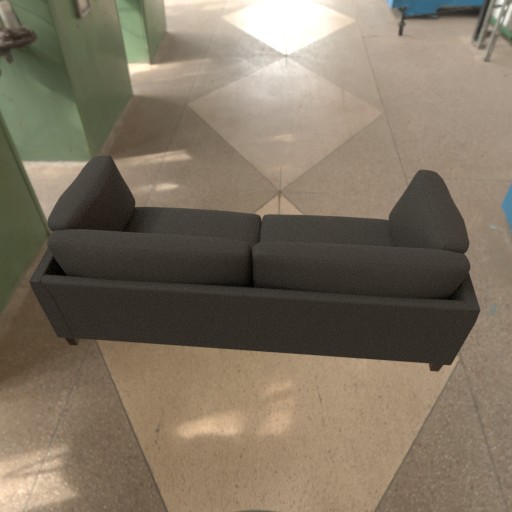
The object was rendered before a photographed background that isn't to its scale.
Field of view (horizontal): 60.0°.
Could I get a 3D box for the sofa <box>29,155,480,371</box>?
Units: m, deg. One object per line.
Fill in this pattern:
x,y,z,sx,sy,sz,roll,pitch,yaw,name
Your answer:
0.000,0.000,2.664,2.312,0.792,0.969,3,44,3,sofa
